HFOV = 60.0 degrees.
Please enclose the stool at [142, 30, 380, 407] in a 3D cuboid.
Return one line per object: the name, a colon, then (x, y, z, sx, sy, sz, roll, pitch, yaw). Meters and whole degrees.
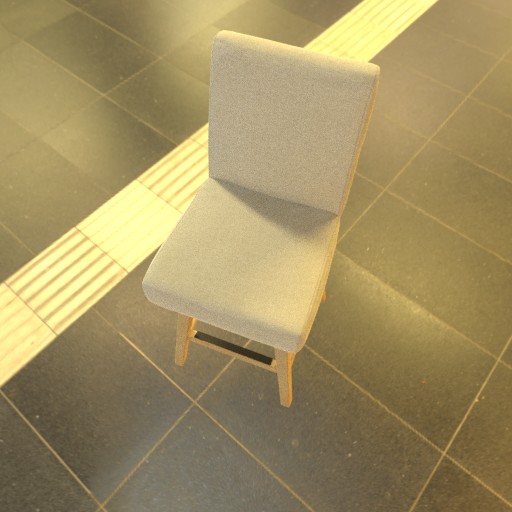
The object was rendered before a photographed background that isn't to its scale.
stool: (0.000, 0.000, 1.288, 0.446, 1.015, 0.543, 18, 61, 10)
